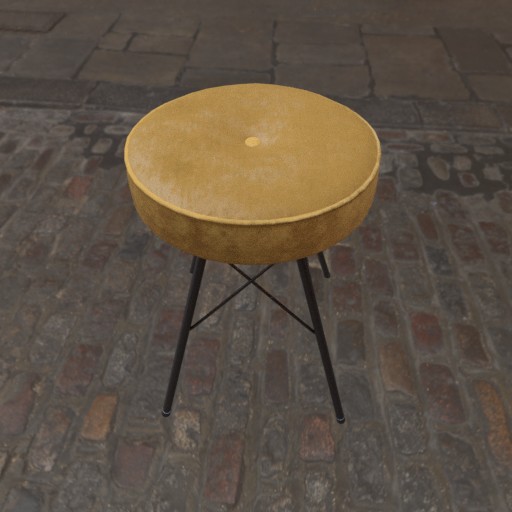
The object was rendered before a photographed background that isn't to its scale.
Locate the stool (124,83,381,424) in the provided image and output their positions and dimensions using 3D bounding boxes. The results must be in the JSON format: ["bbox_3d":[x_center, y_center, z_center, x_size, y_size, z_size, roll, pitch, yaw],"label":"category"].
[{"bbox_3d":[0.000,0.000,0.946,0.438,0.595,0.472,3,46,3],"label":"stool"}]
